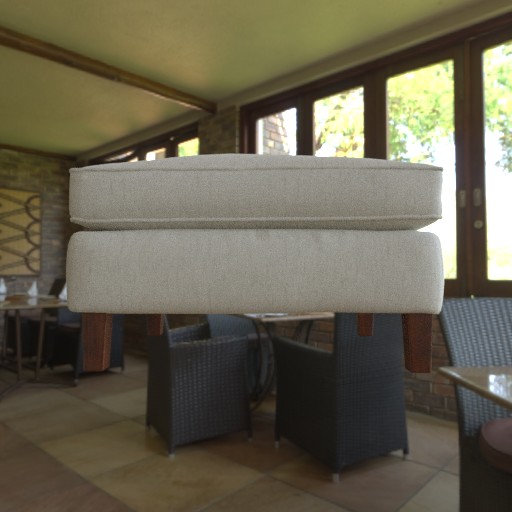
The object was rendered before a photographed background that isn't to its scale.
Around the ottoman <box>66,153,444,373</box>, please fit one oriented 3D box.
[{"bbox_3d":[0.000,0.000,0.973,0.665,0.406,0.501,0,-2,1],"label":"ottoman"}]
